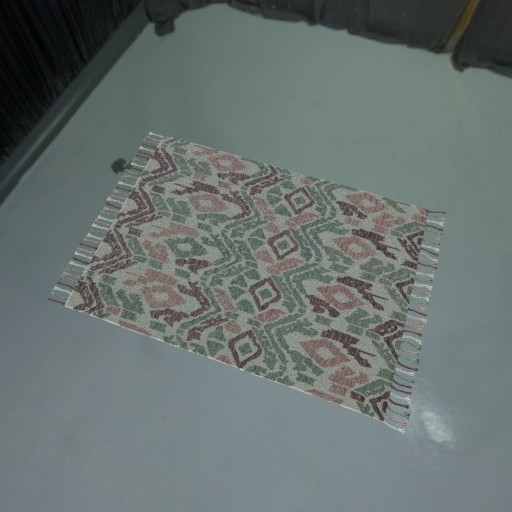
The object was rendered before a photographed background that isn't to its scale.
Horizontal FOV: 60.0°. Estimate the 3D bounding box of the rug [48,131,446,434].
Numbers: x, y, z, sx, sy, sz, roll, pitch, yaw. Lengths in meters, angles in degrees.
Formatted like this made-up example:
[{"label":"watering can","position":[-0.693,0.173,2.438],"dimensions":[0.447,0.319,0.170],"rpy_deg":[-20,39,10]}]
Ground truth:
[{"label":"rug","position":[0.000,0.000,2.342],"dimensions":[1.829,0.010,1.219],"rpy_deg":[18,64,9]}]
